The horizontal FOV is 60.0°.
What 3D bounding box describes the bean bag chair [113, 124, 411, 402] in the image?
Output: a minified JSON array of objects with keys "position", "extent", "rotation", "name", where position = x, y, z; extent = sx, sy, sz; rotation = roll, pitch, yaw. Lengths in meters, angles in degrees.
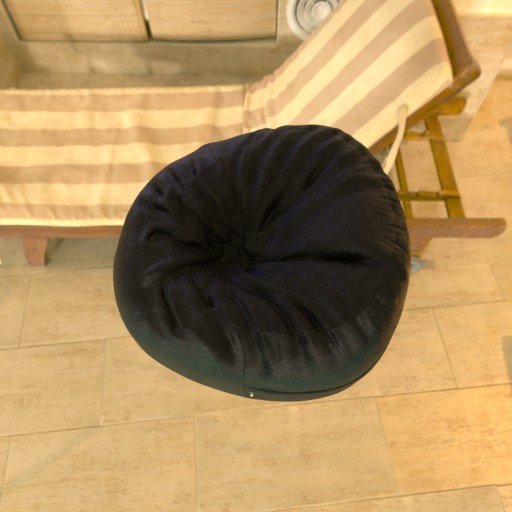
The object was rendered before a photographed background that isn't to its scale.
[{"position":[0.000,0.000,2.407],"extent":[1.524,0.878,1.524],"rotation":[0,59,0],"name":"bean bag chair"}]
